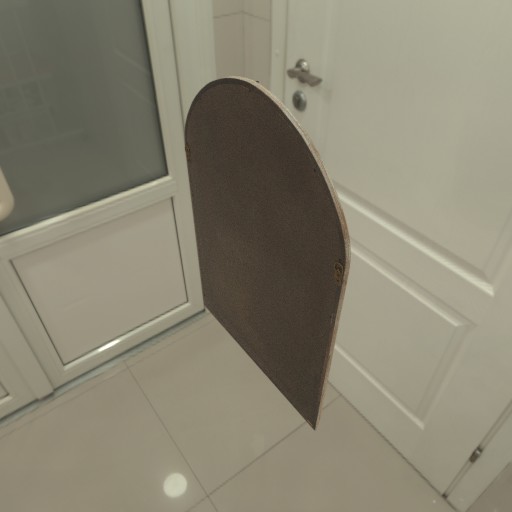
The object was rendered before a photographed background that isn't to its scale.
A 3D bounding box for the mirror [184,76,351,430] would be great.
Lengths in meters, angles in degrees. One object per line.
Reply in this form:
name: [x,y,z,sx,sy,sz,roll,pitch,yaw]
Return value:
mirror: [0.000,0.000,1.169,0.032,0.915,0.609,-27,49,-26]
